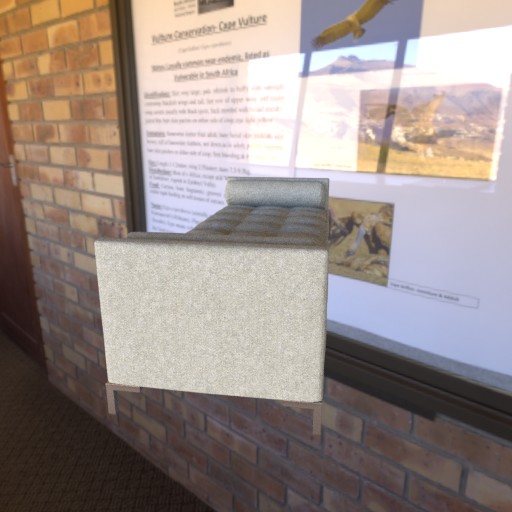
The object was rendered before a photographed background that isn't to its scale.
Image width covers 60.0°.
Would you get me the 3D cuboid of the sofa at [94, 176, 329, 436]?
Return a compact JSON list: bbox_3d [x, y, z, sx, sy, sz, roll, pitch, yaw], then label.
[{"bbox_3d":[0.000,0.000,2.472,0.797,0.657,2.102,3,16,9],"label":"sofa"}]
